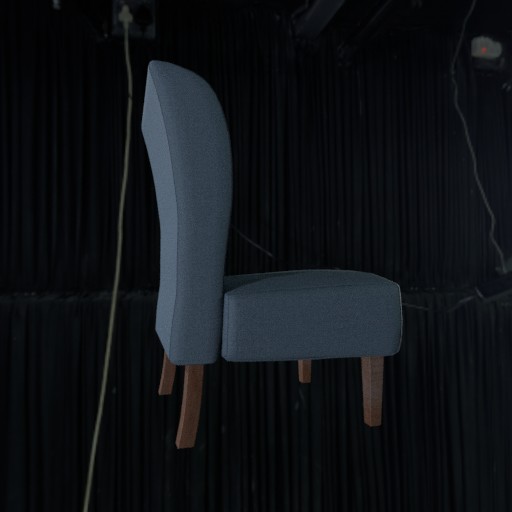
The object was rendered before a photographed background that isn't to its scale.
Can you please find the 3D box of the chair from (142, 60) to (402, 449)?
[{"bbox_3d":[0.000,0.000,1.188,0.592,0.804,0.513,0,-1,-18],"label":"chair"}]
